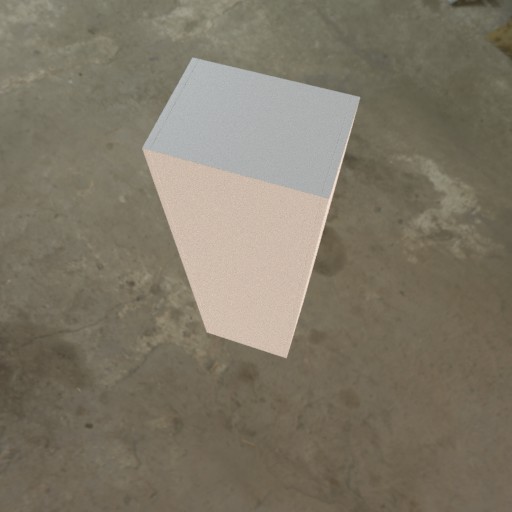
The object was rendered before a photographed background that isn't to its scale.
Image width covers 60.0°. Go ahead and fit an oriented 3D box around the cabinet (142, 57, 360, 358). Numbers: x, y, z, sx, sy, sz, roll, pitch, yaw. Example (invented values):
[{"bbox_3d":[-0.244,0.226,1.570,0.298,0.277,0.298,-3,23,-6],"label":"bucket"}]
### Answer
[{"bbox_3d":[0.000,0.000,1.562,0.400,1.350,0.300,16,65,8],"label":"cabinet"}]
